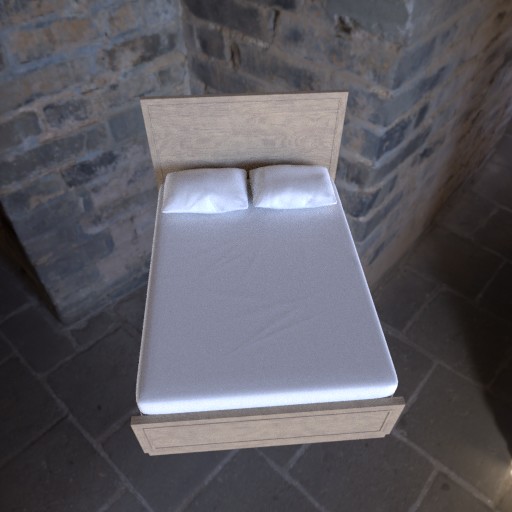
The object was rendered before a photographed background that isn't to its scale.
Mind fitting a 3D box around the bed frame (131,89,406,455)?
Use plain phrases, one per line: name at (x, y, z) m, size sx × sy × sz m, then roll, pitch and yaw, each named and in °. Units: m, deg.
bed frame at (0.000, 0.000, 3.183) m, size 1.606 × 1.369 × 2.189 m, roll -3°, pitch 47°, yaw -3°
